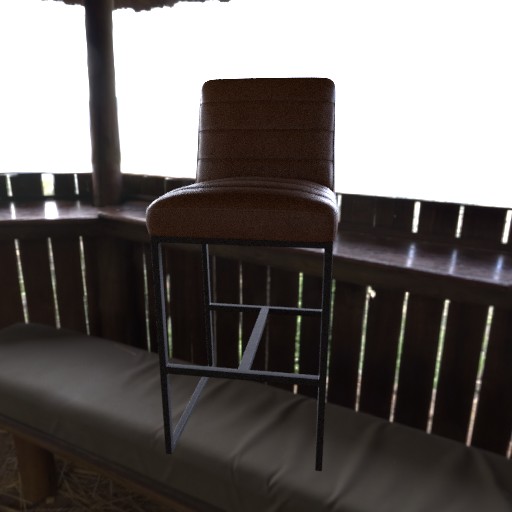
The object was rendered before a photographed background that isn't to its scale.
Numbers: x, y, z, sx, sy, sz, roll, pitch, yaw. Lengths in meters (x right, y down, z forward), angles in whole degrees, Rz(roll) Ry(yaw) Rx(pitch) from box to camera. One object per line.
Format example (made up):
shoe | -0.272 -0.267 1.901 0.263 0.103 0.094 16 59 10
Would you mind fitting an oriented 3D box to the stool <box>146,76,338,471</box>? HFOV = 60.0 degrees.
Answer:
stool | 0.000 0.000 1.319 0.458 1.040 0.556 2 16 9
